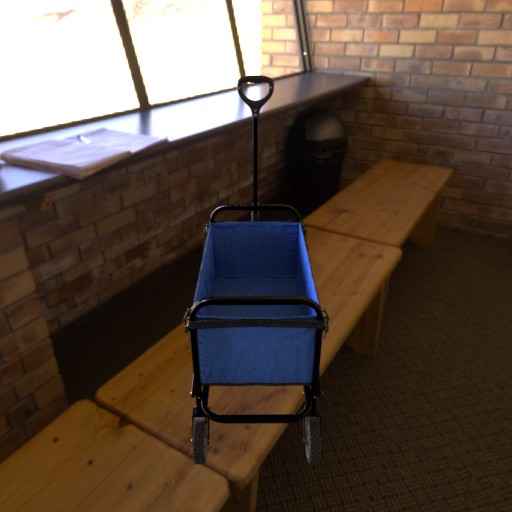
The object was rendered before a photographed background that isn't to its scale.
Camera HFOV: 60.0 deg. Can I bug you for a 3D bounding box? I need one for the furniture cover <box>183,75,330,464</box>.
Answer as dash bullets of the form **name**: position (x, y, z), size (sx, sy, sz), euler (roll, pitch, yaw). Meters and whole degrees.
- **furniture cover**: position (0.000, 0.000, 1.809), size (0.532, 1.295, 1.038), euler (0, 28, 0)
